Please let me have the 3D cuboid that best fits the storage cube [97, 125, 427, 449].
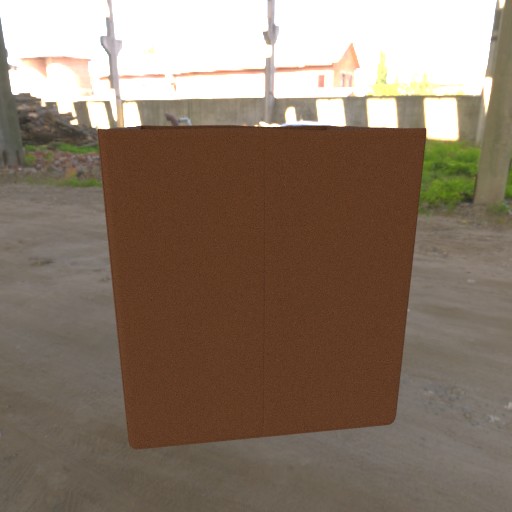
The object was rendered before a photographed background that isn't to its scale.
[{"bbox_3d":[0.000,0.000,0.498,0.270,0.280,0.270,-2,17,-8],"label":"storage cube"}]
